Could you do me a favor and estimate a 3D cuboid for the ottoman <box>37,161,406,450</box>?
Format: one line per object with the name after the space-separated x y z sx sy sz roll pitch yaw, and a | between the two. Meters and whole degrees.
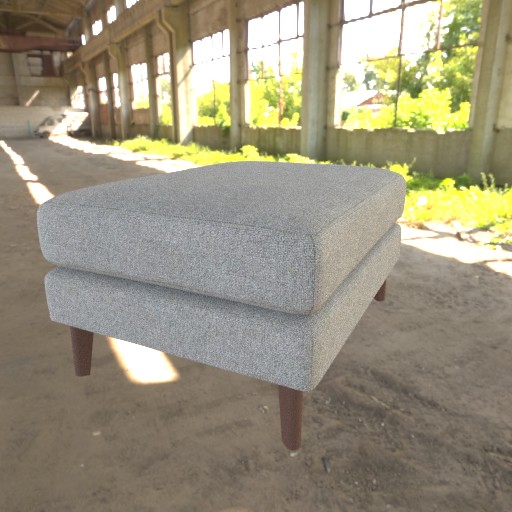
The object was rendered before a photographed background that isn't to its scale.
0.000 0.000 1.154 0.611 0.441 0.821 9 19 25 | ottoman
